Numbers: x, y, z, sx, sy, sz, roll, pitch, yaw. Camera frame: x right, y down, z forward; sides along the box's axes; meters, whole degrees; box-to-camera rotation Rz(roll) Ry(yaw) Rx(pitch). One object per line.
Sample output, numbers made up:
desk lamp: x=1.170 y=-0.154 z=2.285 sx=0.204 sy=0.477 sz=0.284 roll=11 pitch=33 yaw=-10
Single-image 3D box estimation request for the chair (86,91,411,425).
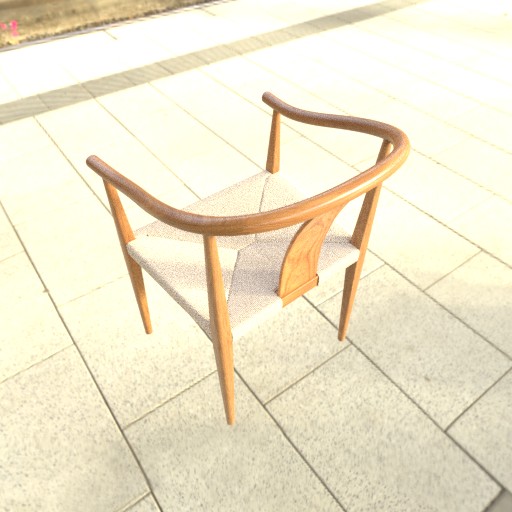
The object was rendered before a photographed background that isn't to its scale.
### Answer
chair: x=0.000 y=0.000 z=1.173 sx=0.556 sy=0.800 sz=0.579 roll=-30 pitch=52 yaw=-26
